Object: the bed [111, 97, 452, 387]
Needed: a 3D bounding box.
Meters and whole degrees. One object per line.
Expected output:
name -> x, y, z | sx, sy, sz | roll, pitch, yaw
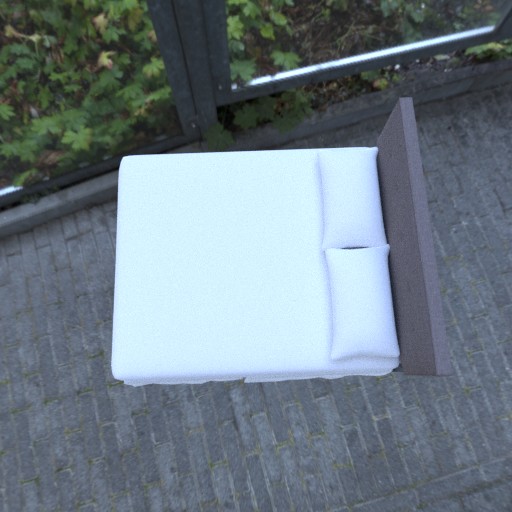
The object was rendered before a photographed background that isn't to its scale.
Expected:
bed -> 0.000, 0.000, 2.889 | 1.894, 1.089, 1.610 | -2, 76, -1
